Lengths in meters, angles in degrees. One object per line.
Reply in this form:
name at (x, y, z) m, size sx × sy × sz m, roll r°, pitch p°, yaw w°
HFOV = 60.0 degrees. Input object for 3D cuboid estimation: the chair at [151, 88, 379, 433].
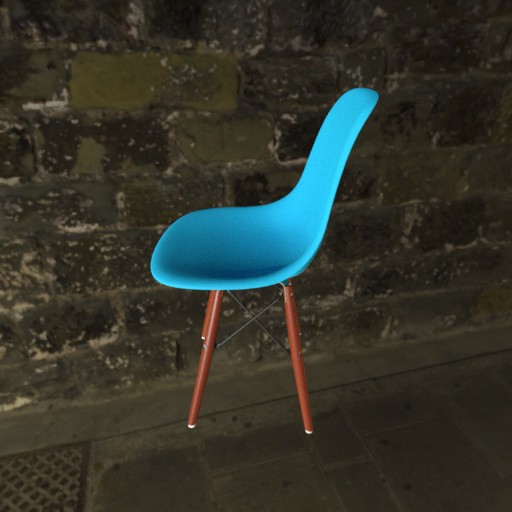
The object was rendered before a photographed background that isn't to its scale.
chair at (0.000, 0.000, 1.175) m, size 0.533 × 0.826 × 0.470 m, roll -1°, pitch 27°, yaw -1°
